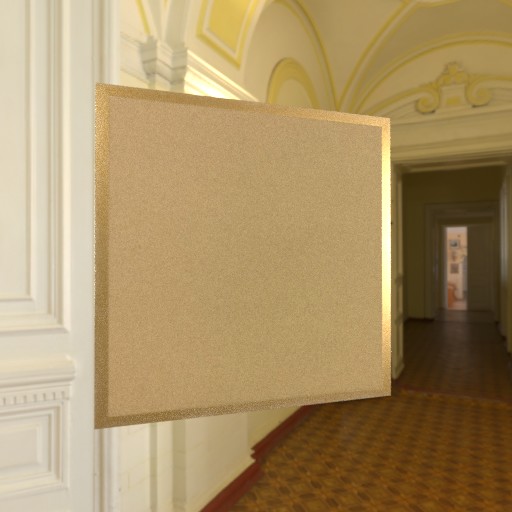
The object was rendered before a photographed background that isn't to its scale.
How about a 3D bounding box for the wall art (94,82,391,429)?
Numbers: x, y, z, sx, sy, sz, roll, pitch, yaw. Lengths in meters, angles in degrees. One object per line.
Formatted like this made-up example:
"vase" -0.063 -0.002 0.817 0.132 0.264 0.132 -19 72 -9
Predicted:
"wall art" 0.000 0.000 0.747 0.510 0.509 0.033 0 -1 -19
